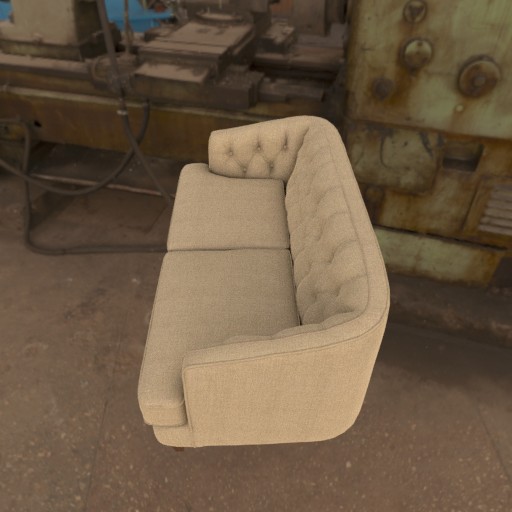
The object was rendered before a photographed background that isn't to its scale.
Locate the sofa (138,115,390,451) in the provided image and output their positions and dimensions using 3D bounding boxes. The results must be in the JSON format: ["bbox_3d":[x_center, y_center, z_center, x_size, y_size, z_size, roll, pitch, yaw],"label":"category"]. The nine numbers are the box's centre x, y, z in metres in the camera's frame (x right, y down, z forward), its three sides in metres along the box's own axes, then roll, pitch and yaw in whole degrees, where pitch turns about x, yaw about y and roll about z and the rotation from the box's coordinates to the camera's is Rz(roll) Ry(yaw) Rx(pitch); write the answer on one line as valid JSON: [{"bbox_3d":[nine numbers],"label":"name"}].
[{"bbox_3d":[0.000,0.000,2.275,0.941,0.855,1.733,-1,42,-1],"label":"sofa"}]
